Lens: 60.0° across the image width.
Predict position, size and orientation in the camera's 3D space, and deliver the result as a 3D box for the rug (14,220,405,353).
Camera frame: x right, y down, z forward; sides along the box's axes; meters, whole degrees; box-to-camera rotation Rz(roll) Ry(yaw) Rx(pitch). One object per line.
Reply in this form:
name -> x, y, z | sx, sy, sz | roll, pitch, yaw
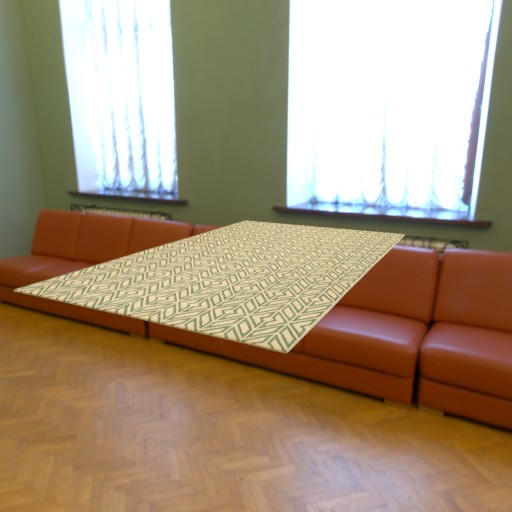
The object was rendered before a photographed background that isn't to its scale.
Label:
rug -> 0.000, 0.000, 2.962 | 1.517, 0.011, 2.435 | 7, 16, 27
